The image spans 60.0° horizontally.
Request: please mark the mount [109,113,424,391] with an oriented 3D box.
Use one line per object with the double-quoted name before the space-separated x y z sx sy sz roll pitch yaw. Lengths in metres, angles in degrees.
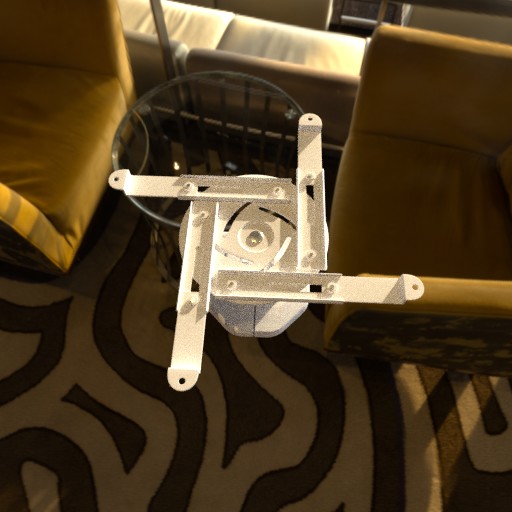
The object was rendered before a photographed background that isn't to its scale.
"mount" 0.000 0.000 0.609 0.394 0.141 0.394 2 63 1
